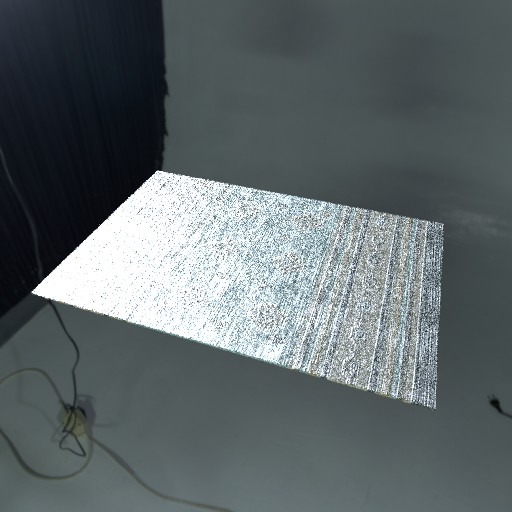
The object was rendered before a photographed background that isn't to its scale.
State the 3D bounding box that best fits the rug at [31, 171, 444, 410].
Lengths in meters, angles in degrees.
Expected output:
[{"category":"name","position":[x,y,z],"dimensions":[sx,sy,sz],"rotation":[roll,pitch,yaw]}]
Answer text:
[{"category":"rug","position":[0.000,0.000,2.283],"dimensions":[1.811,0.010,1.212],"rotation":[13,42,15]}]
